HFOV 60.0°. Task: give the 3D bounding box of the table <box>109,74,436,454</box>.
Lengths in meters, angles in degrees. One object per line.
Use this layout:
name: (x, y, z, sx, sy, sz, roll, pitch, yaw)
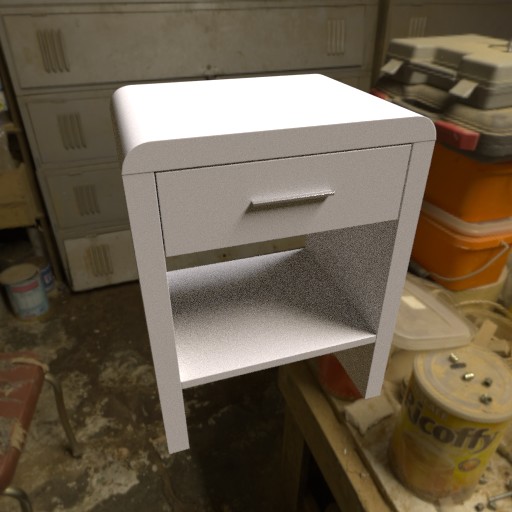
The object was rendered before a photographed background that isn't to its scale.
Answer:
table: (0.000, 0.000, 0.864, 0.450, 0.590, 0.350, -10, 33, -15)
